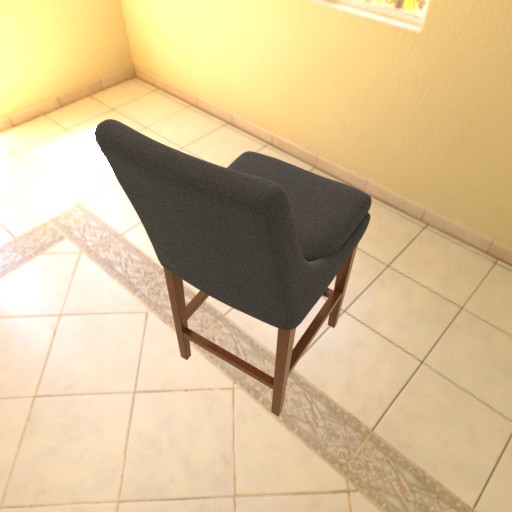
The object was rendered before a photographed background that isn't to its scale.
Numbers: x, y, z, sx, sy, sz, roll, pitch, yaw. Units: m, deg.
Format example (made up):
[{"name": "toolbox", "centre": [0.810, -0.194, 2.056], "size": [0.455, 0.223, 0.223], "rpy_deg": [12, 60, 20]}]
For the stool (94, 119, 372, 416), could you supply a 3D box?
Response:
[{"name": "stool", "centre": [0.000, 0.000, 1.281], "size": [0.470, 0.981, 0.577], "rpy_deg": [25, 52, 22]}]
